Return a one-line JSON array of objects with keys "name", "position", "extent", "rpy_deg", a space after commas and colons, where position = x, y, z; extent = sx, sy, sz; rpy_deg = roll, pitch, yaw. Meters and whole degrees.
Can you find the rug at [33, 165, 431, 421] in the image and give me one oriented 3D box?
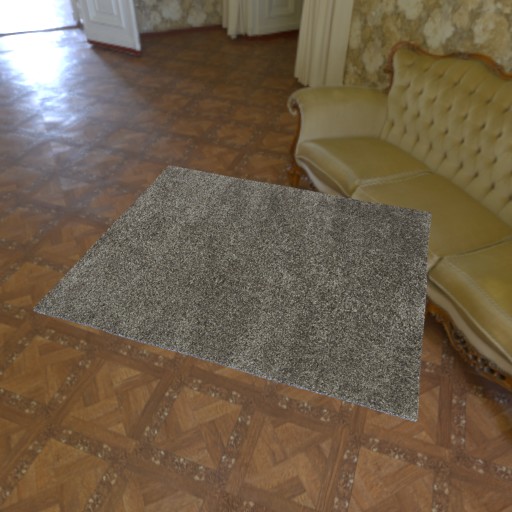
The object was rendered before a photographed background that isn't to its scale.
[{"name": "rug", "position": [0.000, 0.000, 4.066], "extent": [3.000, 0.025, 2.401], "rpy_deg": [13, 43, 14]}]
